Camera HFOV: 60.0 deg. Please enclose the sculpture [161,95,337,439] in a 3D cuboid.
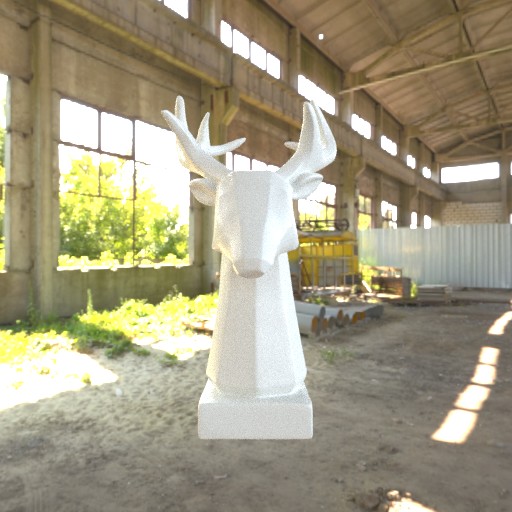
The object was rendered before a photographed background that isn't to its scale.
[{"bbox_3d":[0.000,0.000,0.448,0.174,0.329,0.224,0,0,0],"label":"sculpture"}]
